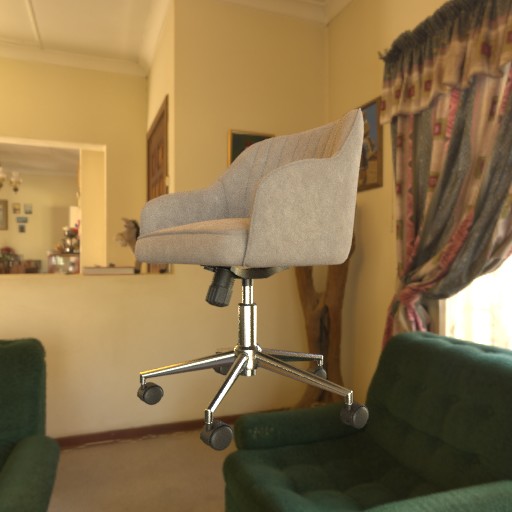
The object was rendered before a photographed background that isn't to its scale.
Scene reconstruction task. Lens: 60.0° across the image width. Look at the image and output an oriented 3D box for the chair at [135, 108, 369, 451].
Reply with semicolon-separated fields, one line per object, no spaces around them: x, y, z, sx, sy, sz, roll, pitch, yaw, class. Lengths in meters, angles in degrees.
0.000;0.000;1.271;0.573;0.831;0.635;0;0;-37;chair
